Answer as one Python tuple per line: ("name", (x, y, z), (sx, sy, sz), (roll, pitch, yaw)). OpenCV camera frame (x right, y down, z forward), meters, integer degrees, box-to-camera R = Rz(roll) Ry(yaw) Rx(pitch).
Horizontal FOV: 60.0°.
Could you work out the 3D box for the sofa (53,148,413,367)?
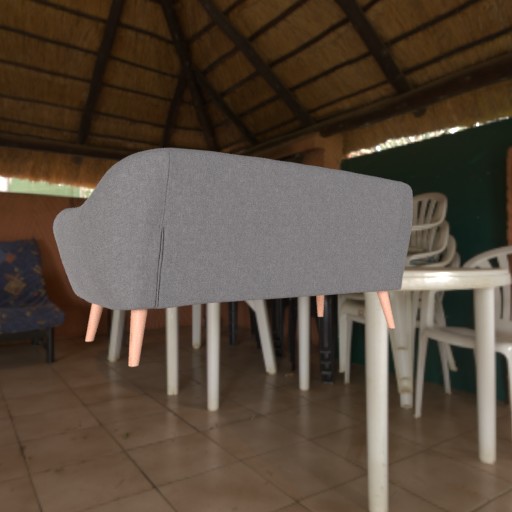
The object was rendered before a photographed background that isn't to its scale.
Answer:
("sofa", (0.000, 0.000, 2.297), (1.840, 0.820, 0.820), (0, 0, -35))
